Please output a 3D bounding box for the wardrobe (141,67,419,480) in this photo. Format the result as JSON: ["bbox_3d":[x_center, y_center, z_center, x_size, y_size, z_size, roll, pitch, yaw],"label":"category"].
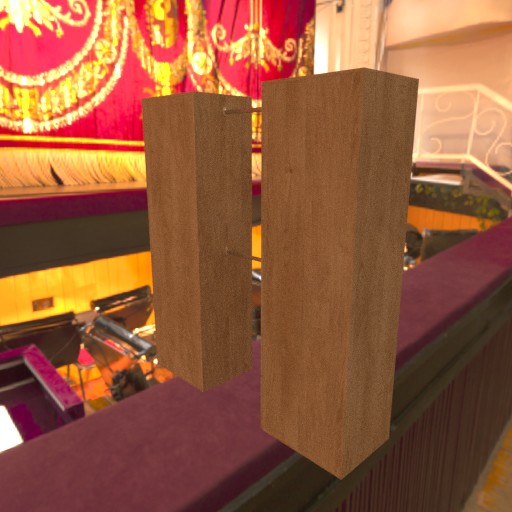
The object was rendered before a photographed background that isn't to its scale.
[{"bbox_3d":[0.000,0.000,2.841,0.480,2.000,1.770,-13,19,-43],"label":"wardrobe"}]
